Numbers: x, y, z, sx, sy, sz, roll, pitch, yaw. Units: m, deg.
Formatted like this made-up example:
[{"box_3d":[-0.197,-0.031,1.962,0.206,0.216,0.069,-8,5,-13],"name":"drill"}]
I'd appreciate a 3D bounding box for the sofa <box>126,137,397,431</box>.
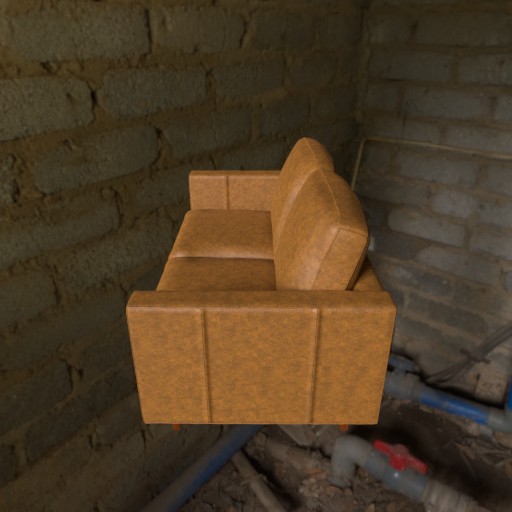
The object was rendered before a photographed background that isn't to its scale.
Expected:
[{"box_3d":[0.000,0.000,2.208,0.909,0.951,1.578,0,27,0],"name":"sofa"}]
